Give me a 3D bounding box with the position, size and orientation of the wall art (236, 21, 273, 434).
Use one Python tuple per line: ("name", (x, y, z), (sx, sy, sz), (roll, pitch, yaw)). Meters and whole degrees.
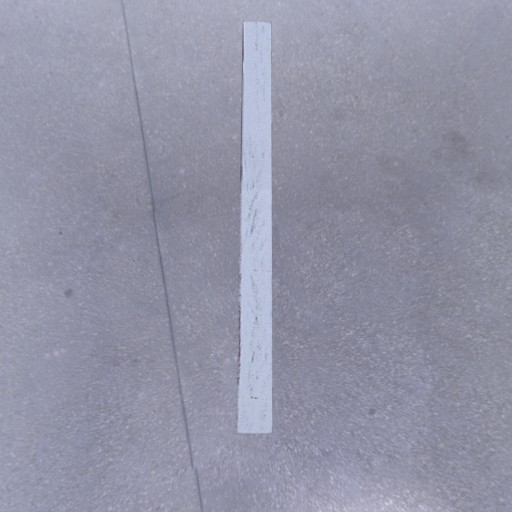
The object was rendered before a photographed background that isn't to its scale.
("wall art", (0.000, 0.000, 0.767), (0.038, 0.508, 0.508), (0, 76, 0))
